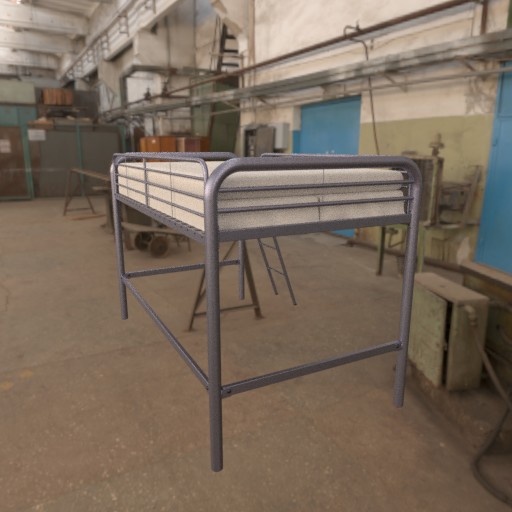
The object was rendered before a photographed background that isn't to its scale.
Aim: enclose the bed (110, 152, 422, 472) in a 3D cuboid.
[{"bbox_3d":[0.000,0.000,2.860,1.415,1.288,1.965,-7,15,-27],"label":"bed"}]
